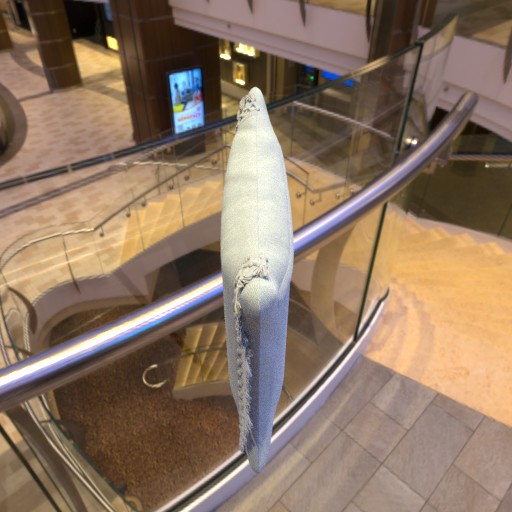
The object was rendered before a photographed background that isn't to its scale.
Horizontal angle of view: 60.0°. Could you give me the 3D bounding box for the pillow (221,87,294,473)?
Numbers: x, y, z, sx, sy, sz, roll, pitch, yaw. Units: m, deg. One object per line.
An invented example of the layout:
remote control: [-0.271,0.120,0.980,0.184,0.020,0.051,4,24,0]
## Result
pillow: [0.000,0.000,0.604,0.084,0.305,0.466,0,40,0]
